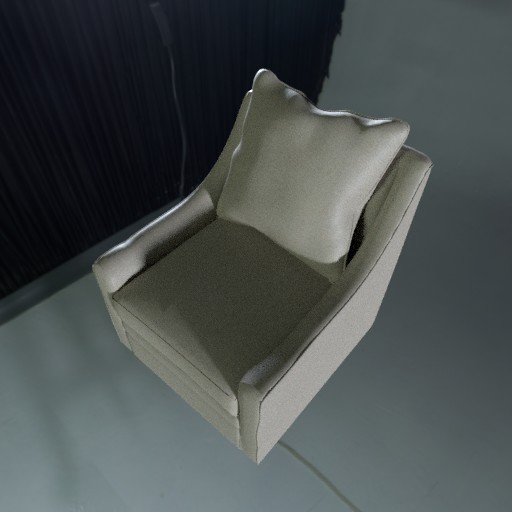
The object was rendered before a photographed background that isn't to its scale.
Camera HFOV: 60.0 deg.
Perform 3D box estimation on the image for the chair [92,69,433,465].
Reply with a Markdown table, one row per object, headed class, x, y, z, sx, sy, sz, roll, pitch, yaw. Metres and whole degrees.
| class | x | y | z | sx | sy | sz | roll | pitch | yaw |
| --- | --- | --- | --- | --- | --- | --- | --- | --- | --- |
| chair | 0.000 | 0.000 | 1.573 | 0.760 | 0.942 | 0.876 | 32 | 55 | 27 |
